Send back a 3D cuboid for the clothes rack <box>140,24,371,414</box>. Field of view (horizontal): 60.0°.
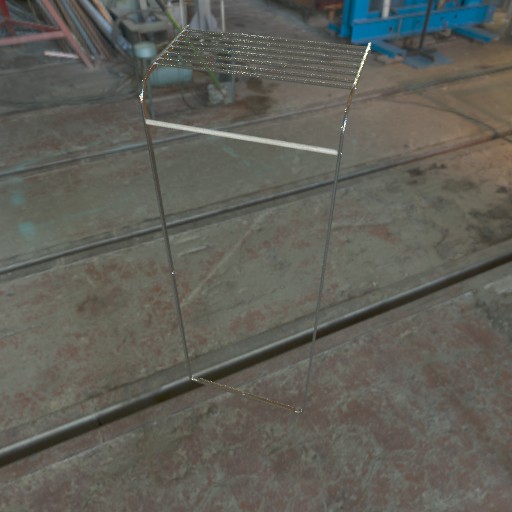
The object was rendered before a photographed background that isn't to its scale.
[{"bbox_3d":[0.000,0.000,1.787,0.609,1.574,0.349,13,43,14],"label":"clothes rack"}]
